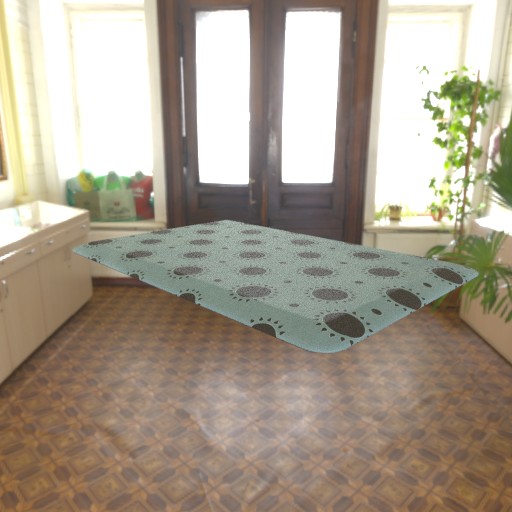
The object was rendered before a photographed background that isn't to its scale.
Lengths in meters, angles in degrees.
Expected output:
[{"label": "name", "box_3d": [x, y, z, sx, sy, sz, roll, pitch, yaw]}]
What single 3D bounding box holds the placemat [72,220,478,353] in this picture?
[{"label": "placemat", "box_3d": [0.000, 0.000, 0.957, 0.508, 0.021, 0.762, -14, 20, -43]}]
